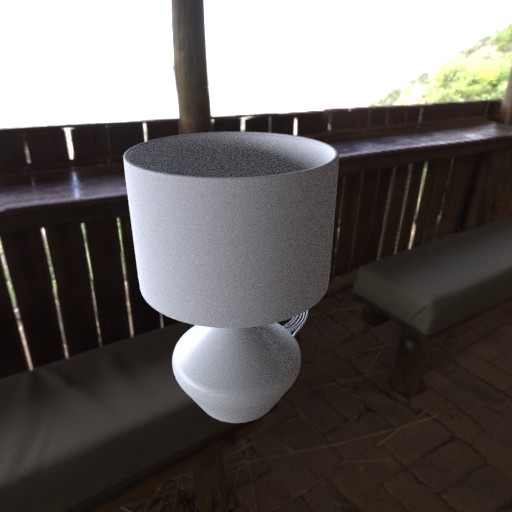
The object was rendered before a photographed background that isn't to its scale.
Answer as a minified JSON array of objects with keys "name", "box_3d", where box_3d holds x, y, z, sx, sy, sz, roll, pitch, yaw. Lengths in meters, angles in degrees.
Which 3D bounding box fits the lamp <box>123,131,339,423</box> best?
[{"name":"lamp","box_3d":[0.000,0.000,0.850,0.401,0.457,0.546,18,31,33]}]
